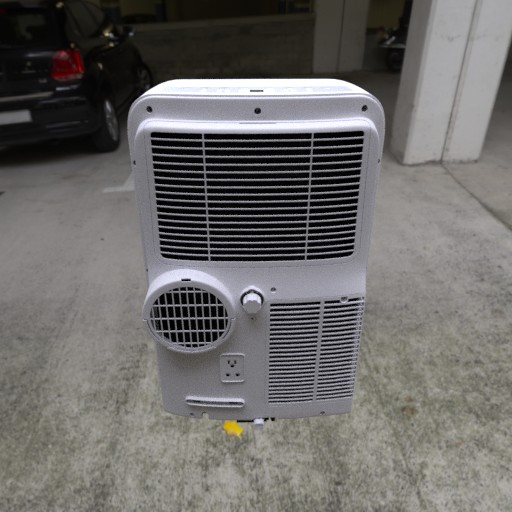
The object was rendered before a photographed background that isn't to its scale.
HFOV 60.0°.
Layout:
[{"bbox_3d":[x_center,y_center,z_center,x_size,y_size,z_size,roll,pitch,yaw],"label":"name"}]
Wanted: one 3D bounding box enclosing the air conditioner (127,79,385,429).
[{"bbox_3d":[0.000,0.000,0.940,0.454,0.700,0.365,-1,31,-1],"label":"air conditioner"}]
